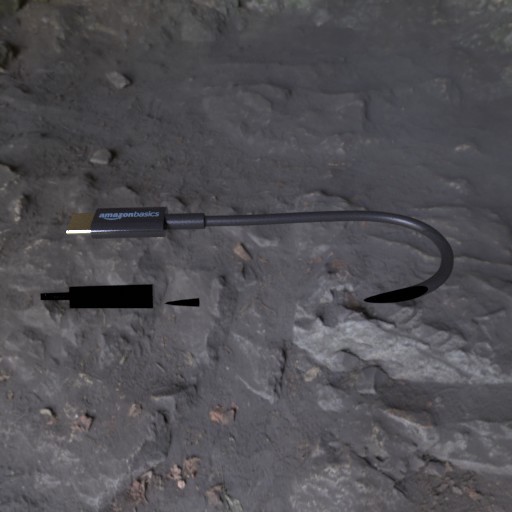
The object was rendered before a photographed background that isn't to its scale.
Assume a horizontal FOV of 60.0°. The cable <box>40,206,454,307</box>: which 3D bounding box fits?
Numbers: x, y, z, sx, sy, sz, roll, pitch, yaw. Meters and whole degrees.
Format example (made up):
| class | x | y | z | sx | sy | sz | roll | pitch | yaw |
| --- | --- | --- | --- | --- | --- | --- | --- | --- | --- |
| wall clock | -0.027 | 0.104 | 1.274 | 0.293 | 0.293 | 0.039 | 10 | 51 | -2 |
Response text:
| class | x | y | z | sx | sy | sz | roll | pitch | yaw |
| --- | --- | --- | --- | --- | --- | --- | --- | --- | --- |
| cable | 0.000 | 0.000 | 0.110 | 0.098 | 0.005 | 0.041 | -2 | 42 | -2 |
